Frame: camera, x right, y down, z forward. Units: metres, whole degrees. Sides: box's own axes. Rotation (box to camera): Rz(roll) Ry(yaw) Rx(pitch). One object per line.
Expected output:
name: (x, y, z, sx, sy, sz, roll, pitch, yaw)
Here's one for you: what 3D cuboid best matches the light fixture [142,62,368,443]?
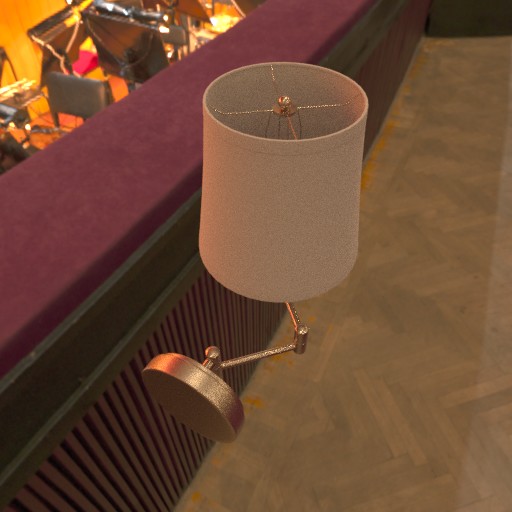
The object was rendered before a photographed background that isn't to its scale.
light fixture: (0.000, 0.000, 0.575, 0.223, 0.381, 0.348, 23, 50, 20)
